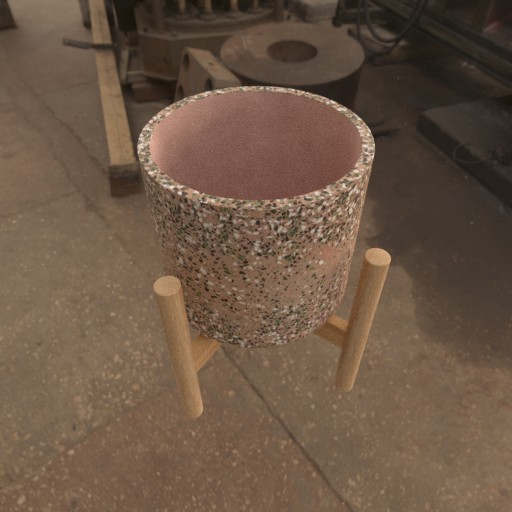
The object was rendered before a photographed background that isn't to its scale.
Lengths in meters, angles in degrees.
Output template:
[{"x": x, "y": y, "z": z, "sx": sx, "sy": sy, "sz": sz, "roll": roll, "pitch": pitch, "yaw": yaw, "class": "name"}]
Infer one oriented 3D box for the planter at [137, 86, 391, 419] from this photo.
[{"x": 0.000, "y": 0.000, "z": 0.533, "sx": 0.284, "sy": 0.320, "sz": 0.284, "roll": -25, "pitch": 50, "yaw": -23, "class": "planter"}]
